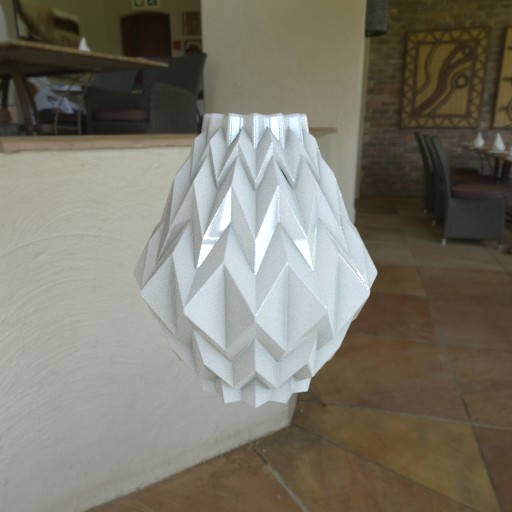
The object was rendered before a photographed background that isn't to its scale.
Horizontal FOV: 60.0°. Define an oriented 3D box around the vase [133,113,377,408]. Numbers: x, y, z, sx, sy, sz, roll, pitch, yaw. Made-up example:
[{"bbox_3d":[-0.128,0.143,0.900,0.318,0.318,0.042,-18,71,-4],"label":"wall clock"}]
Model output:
[{"bbox_3d":[0.000,0.000,0.303,0.164,0.185,0.164,0,17,0],"label":"vase"}]
